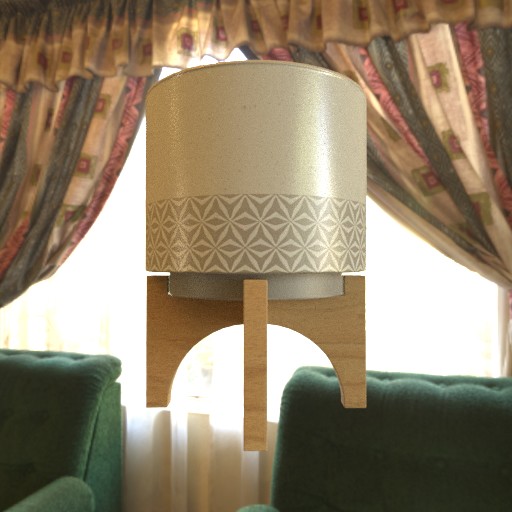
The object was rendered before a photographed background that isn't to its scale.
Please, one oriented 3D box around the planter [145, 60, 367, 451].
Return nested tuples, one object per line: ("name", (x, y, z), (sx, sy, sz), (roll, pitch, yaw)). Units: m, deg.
("planter", (0.000, 0.000, 0.511), (0.249, 0.343, 0.249), (0, -1, 0))
